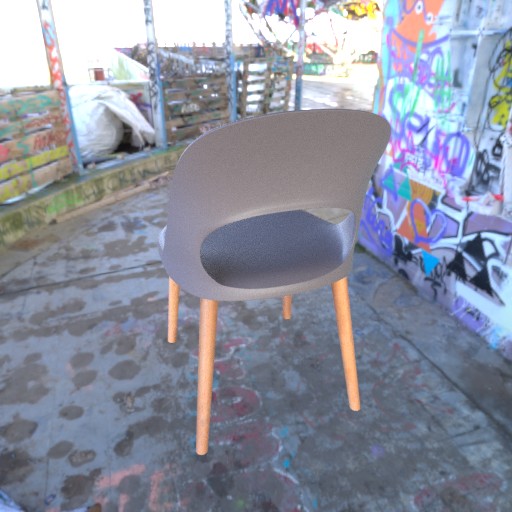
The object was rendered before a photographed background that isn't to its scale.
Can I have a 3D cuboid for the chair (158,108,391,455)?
[{"bbox_3d":[0.000,0.000,1.138,0.470,0.795,0.556,-9,28,-17],"label":"chair"}]
